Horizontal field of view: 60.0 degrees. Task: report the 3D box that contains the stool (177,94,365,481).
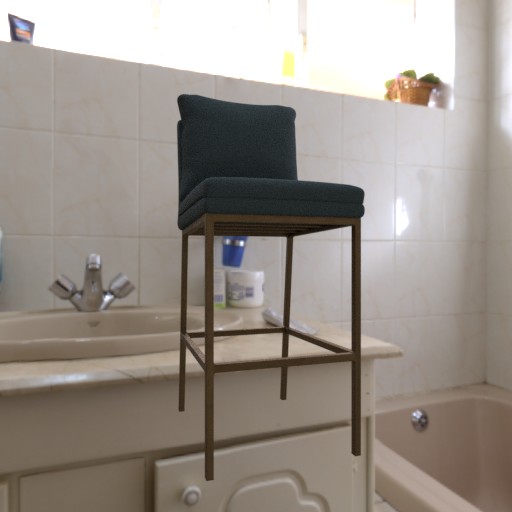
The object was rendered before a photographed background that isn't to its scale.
[{"bbox_3d":[0.000,0.000,1.432,0.463,1.124,0.568,0,0,-19],"label":"stool"}]
